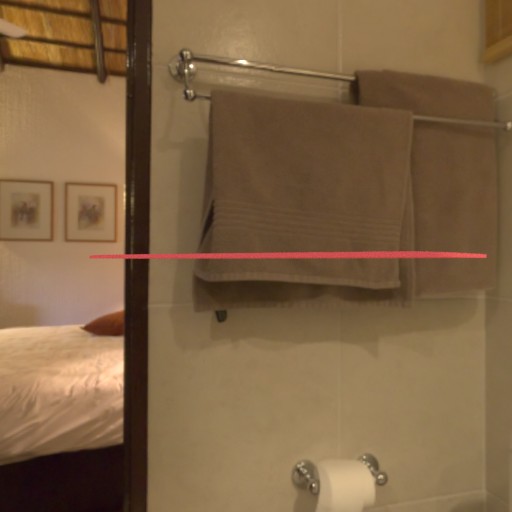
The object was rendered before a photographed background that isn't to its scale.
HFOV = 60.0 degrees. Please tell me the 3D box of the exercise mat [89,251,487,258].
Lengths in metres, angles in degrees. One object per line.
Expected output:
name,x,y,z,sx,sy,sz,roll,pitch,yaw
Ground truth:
exercise mat,0.000,0.000,2.102,1.884,0.021,0.616,0,-1,37
